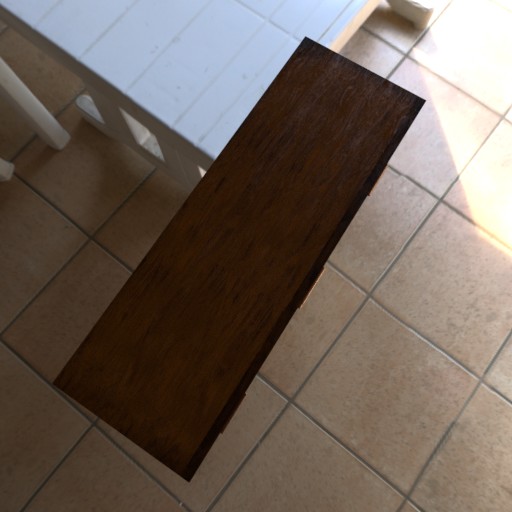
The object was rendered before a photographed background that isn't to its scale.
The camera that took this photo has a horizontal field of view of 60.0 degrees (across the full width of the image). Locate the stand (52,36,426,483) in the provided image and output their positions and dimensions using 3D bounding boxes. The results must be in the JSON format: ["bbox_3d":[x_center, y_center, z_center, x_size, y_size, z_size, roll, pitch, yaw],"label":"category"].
[{"bbox_3d":[0.000,0.000,1.648,0.481,0.610,1.372,32,78,8],"label":"stand"}]
